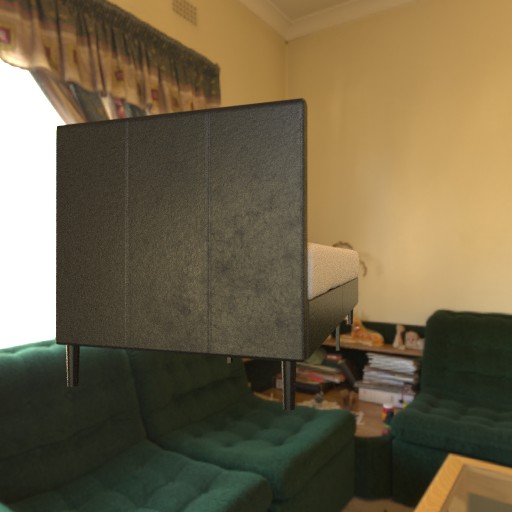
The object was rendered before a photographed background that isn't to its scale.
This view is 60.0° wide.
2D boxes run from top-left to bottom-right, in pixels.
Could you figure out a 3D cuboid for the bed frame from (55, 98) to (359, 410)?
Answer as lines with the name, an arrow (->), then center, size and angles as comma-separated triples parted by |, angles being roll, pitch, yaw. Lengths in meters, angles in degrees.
bed frame -> 0.000, 0.000, 2.477 | 1.038, 1.046, 2.152 | 0, 0, 18
